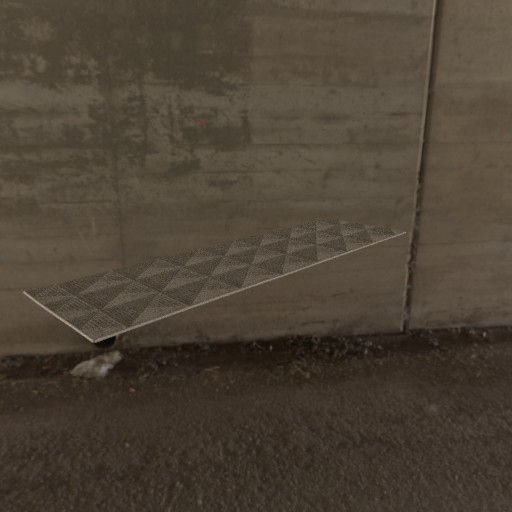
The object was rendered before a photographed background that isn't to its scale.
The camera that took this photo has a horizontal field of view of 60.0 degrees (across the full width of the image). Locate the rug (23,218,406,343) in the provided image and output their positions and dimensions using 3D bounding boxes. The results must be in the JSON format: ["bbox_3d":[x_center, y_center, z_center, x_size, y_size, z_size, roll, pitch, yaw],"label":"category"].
[{"bbox_3d":[0.000,0.000,2.415,0.645,0.015,2.182,16,23,43],"label":"rug"}]
